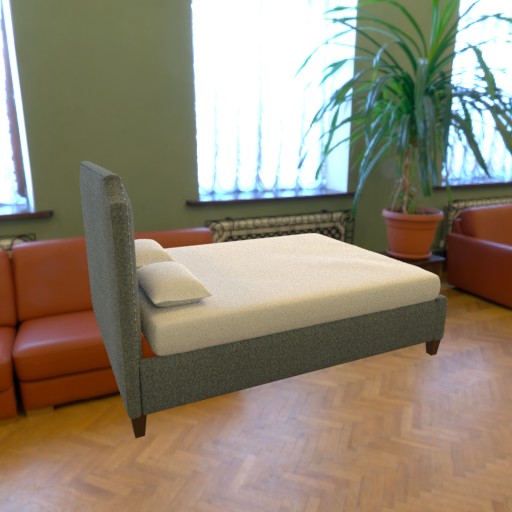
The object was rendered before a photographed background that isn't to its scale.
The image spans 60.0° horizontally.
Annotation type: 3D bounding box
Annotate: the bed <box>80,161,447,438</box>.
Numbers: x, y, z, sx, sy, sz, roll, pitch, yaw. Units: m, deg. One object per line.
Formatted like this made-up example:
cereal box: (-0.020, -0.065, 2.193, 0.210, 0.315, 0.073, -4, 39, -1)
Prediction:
bed: (0.000, 0.000, 3.450, 2.372, 1.443, 1.712, -7, 17, -25)
